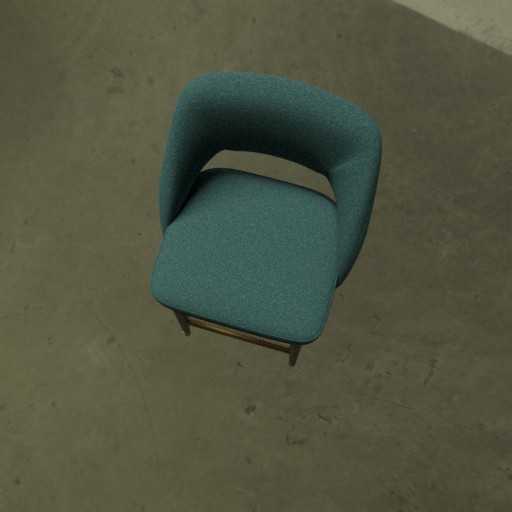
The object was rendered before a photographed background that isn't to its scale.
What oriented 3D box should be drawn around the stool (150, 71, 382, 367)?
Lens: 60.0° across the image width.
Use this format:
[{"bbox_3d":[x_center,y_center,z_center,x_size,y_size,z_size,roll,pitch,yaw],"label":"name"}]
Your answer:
[{"bbox_3d":[0.000,0.000,1.358,0.536,1.032,0.522,15,74,4],"label":"stool"}]
